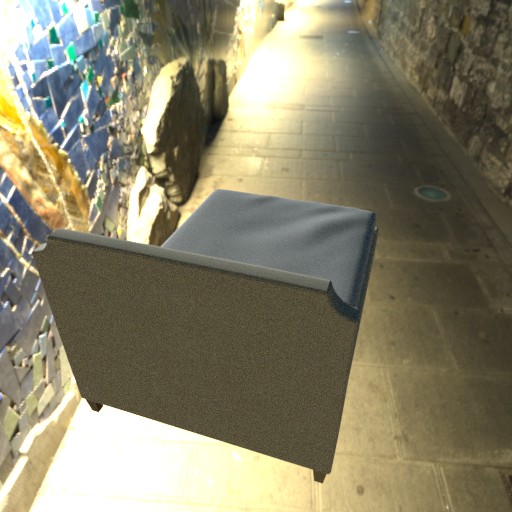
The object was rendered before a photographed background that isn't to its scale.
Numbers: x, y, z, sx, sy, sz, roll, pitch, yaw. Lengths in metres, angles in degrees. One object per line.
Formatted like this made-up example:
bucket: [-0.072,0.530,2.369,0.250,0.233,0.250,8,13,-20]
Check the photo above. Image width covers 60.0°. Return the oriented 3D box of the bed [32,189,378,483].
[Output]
bed: [0.000,0.000,3.380,1.713,1.457,2.381,11,35,15]
